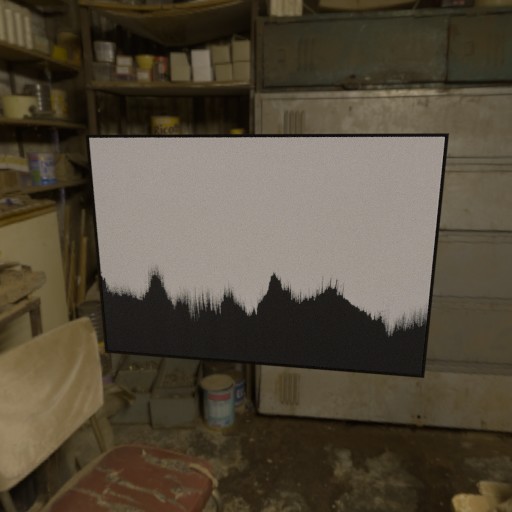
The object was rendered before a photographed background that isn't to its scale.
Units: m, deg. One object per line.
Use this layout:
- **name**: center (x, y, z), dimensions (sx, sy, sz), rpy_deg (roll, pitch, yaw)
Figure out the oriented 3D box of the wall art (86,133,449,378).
- **wall art**: center (0.000, 0.000, 1.245), dimensions (0.957, 0.660, 0.019), rpy_deg (2, 14, 9)
